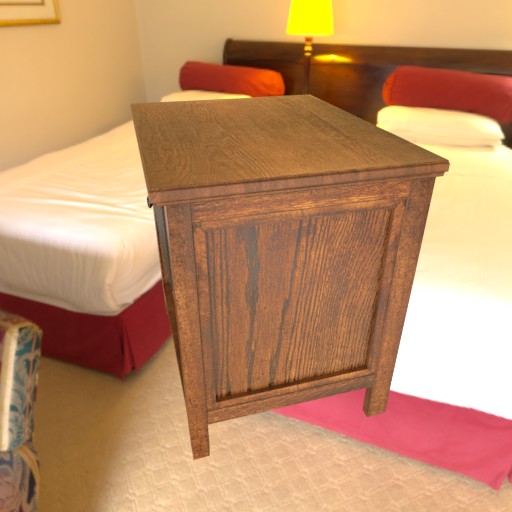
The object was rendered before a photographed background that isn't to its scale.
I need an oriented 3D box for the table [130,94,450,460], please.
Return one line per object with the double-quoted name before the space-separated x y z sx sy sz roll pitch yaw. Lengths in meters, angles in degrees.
"table" 0.000 0.000 1.025 0.461 0.597 0.586 -8 31 -14
